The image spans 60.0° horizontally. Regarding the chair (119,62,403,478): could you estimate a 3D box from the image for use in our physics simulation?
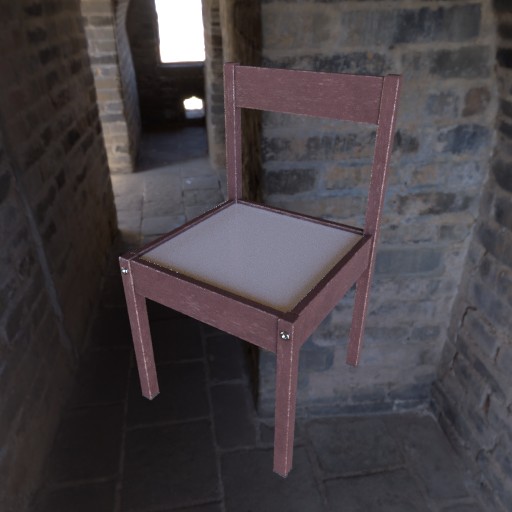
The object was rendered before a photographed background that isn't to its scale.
[{"bbox_3d":[0.000,0.000,0.675,0.285,0.505,0.285,18,34,28],"label":"chair"}]
